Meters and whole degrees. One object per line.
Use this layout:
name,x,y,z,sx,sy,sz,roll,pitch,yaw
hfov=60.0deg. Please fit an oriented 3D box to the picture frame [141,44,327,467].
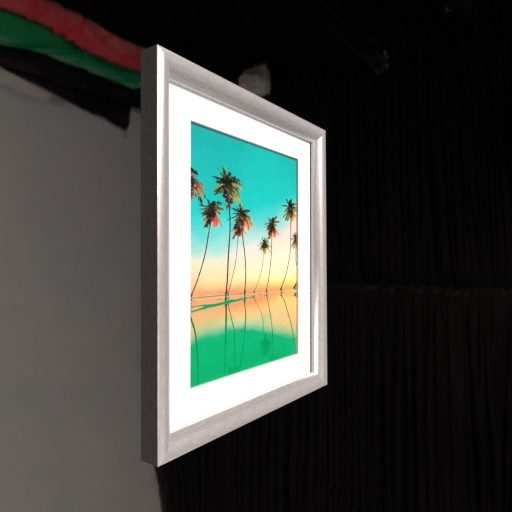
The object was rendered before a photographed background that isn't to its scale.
picture frame,0.000,0.000,0.535,0.027,0.378,0.327,0,-1,36
